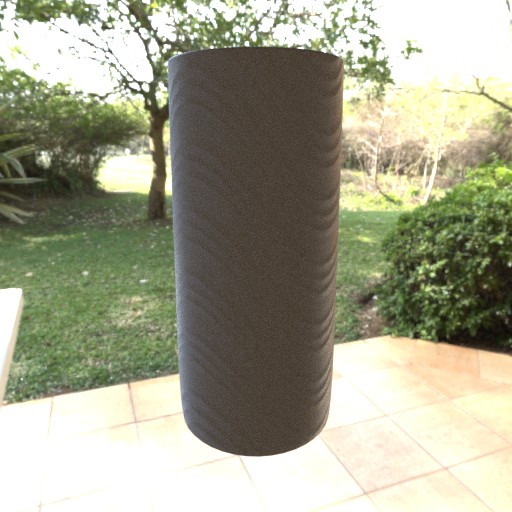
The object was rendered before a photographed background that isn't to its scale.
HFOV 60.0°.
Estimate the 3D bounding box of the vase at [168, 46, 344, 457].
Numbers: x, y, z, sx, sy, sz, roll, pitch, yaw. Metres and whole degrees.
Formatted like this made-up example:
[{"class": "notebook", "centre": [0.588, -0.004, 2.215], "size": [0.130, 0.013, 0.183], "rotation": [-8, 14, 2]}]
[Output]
[{"class": "vase", "centre": [0.000, 0.000, 0.391], "size": [0.143, 0.316, 0.143], "rotation": [0, 15, 0]}]
